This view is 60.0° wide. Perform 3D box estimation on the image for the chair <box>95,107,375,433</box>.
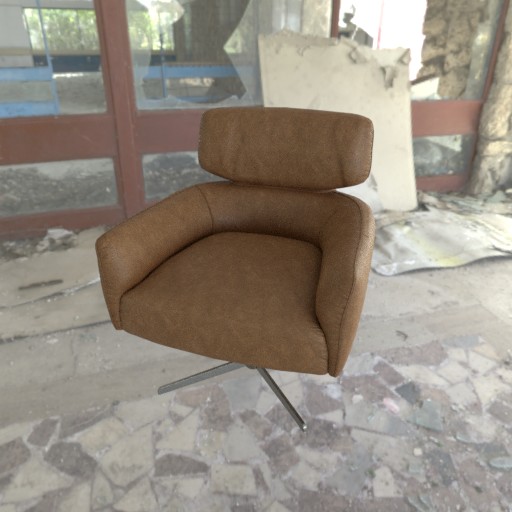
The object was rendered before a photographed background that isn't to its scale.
[{"bbox_3d":[0.000,0.000,1.387,0.706,0.812,0.715,8,27,17],"label":"chair"}]
